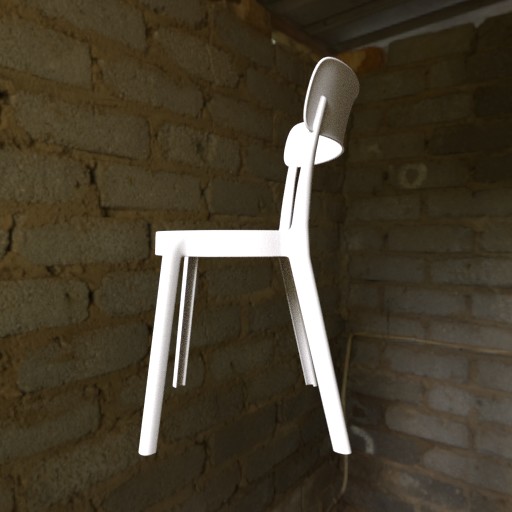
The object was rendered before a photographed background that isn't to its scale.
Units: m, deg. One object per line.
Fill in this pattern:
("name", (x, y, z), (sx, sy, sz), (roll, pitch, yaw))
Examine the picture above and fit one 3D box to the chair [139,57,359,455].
("chair", (0.000, 0.000, 1.110), (0.491, 0.790, 0.506), (0, 2, -1))
